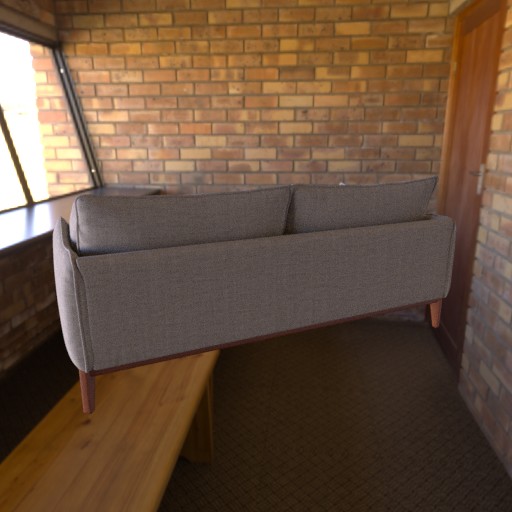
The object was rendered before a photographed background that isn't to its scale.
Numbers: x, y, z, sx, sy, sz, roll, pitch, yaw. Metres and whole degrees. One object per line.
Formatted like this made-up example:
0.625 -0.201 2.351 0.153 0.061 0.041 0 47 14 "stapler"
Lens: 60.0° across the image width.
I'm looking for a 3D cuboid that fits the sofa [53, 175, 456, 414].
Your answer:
0.000 0.000 2.394 1.989 0.851 0.972 -7 16 -25 "sofa"
